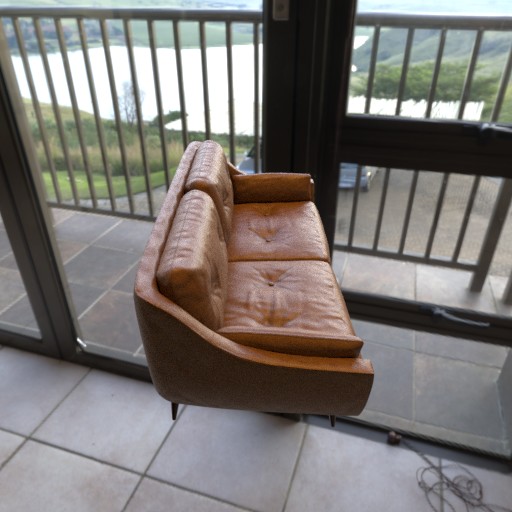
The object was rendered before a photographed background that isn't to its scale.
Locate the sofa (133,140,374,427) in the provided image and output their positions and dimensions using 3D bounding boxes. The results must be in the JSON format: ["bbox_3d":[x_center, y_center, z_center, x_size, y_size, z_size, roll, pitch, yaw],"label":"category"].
[{"bbox_3d":[0.000,0.000,2.443,0.904,0.839,1.902,0,31,0],"label":"sofa"}]
